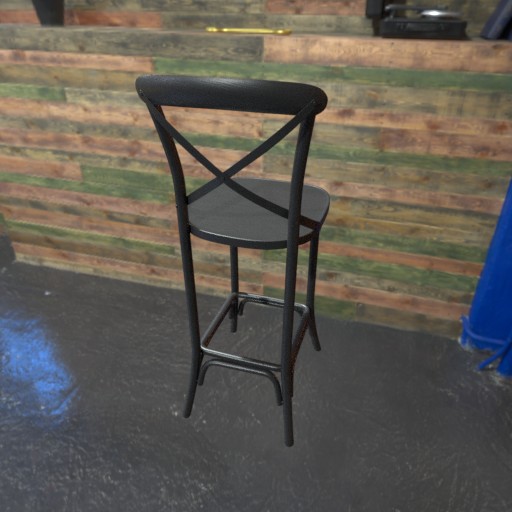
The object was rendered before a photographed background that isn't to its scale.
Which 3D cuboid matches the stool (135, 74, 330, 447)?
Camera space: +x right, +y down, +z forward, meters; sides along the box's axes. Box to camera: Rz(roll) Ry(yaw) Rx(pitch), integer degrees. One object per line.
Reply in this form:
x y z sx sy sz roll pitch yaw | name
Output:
0.000 0.000 1.439 0.457 1.168 0.584 9 32 15 | stool
